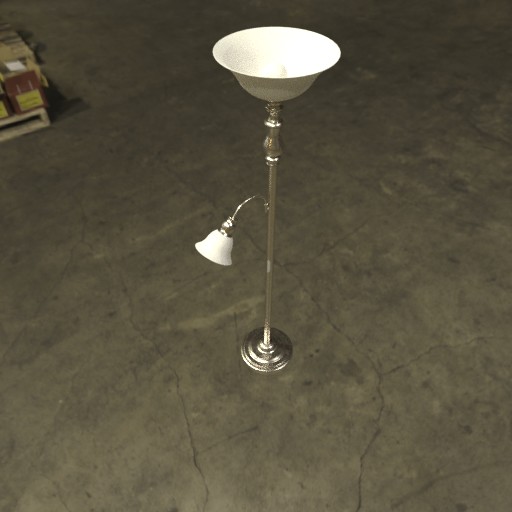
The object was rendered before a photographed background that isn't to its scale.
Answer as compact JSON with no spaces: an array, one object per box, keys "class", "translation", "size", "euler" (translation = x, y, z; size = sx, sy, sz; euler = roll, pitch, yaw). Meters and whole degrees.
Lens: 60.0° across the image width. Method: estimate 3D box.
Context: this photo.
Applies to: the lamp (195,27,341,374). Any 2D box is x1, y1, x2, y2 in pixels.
[{"class":"lamp","translation":[0.000,0.000,2.019],"size":[0.575,1.785,0.405],"euler":[-31,53,-26]}]
